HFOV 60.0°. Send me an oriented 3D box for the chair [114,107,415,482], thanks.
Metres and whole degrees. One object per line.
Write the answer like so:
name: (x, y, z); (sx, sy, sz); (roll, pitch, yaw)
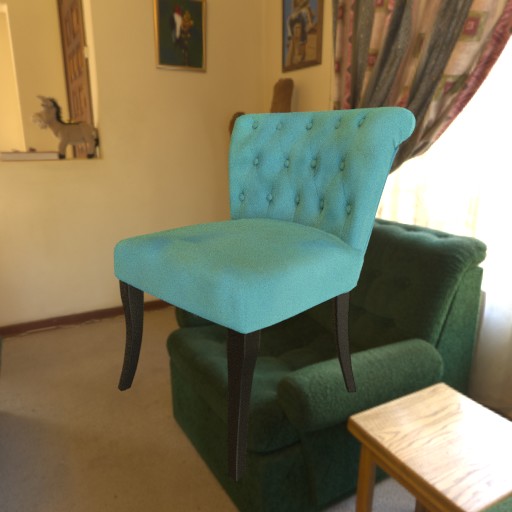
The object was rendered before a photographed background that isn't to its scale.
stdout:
chair: (0.000, 0.000, 1.175); (0.605, 0.750, 0.582); (-14, 21, -43)
